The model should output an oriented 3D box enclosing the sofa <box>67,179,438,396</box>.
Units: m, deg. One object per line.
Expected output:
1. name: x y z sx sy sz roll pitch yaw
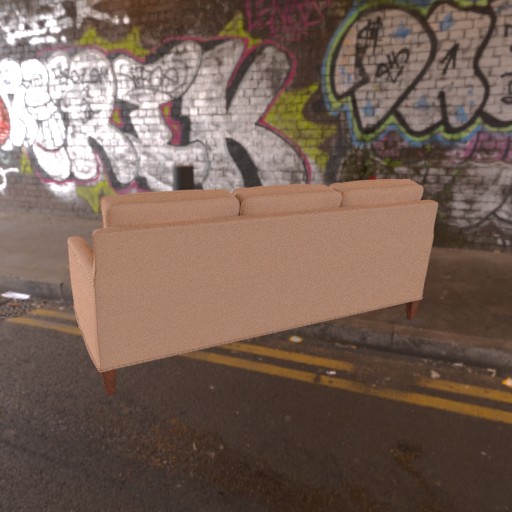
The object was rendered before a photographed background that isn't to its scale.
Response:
1. sofa: 0.000 0.000 2.957 2.246 1.003 1.084 -8 17 -27
